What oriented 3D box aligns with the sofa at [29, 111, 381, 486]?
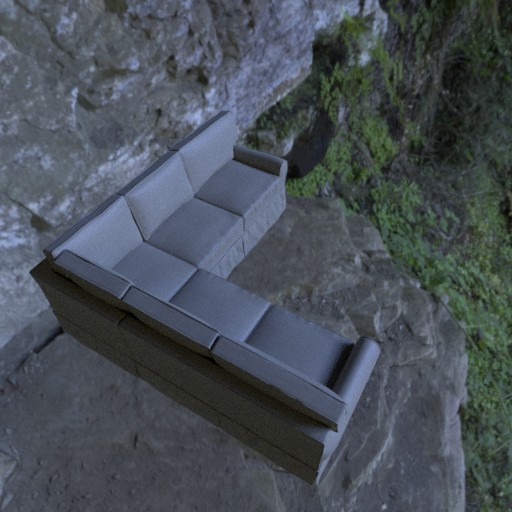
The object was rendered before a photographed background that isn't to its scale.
[{"bbox_3d":[0.000,0.000,3.994,2.618,1.081,2.623,24,52,20],"label":"sofa"}]
